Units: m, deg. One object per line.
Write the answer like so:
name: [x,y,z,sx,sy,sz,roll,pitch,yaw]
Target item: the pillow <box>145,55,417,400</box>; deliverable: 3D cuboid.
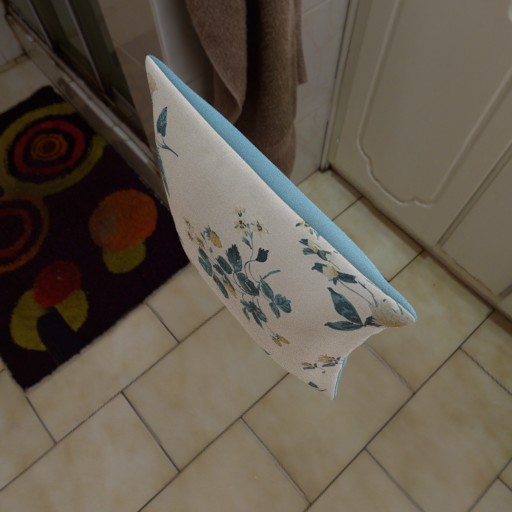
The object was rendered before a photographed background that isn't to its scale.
pillow: [0.000,0.000,0.783,0.166,0.507,0.526,-36,69,-16]
